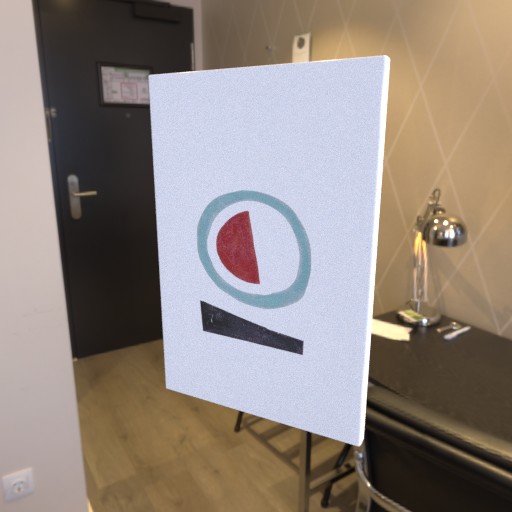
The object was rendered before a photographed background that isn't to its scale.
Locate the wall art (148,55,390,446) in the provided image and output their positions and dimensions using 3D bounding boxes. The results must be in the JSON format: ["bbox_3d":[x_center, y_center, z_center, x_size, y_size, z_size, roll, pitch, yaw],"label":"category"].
[{"bbox_3d":[0.000,0.000,1.139,0.602,0.902,0.048,7,16,26],"label":"wall art"}]
